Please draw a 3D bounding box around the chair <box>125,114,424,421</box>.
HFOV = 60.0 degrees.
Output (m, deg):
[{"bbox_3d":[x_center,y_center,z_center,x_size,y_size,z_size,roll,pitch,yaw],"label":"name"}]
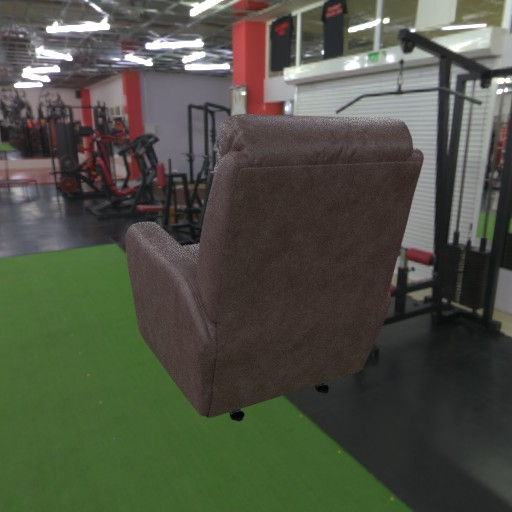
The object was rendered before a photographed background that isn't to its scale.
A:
[{"bbox_3d":[0.000,0.000,1.804,0.865,1.067,1.067,-8,17,-27],"label":"chair"}]
